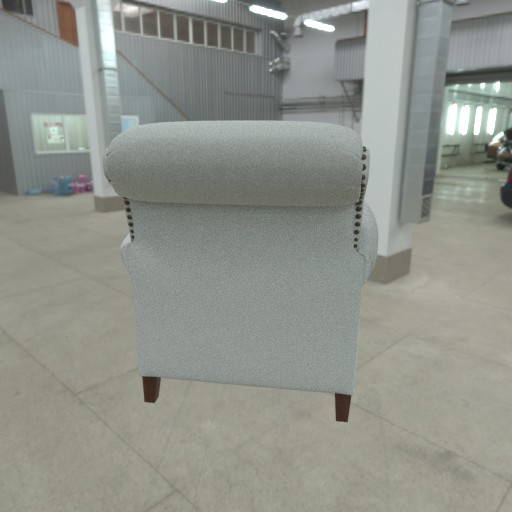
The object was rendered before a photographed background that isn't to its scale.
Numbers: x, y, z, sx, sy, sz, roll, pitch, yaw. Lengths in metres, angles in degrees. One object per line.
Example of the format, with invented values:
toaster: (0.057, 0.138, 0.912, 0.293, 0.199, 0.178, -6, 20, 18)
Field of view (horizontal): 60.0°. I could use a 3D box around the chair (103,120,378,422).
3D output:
chair: (0.000, 0.000, 1.608, 0.854, 0.927, 0.890, 3, 16, 9)
